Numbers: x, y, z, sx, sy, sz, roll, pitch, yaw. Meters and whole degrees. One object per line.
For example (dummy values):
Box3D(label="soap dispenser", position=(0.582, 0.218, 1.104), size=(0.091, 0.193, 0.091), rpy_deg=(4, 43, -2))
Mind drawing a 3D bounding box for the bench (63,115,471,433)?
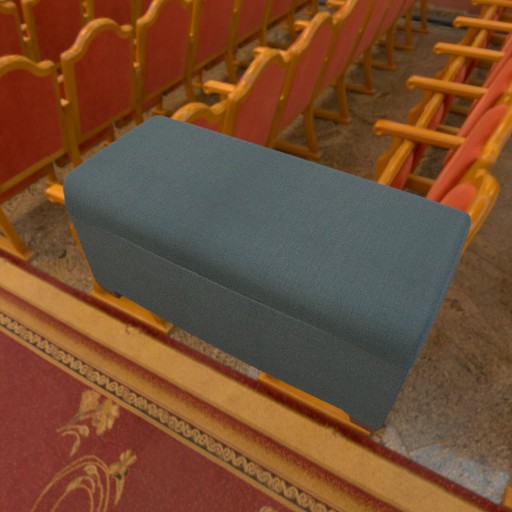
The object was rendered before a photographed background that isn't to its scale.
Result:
Box3D(label="bench", position=(0.000, 0.000, 1.272), size=(0.995, 0.474, 0.476), rpy_deg=(23, 50, 21))
